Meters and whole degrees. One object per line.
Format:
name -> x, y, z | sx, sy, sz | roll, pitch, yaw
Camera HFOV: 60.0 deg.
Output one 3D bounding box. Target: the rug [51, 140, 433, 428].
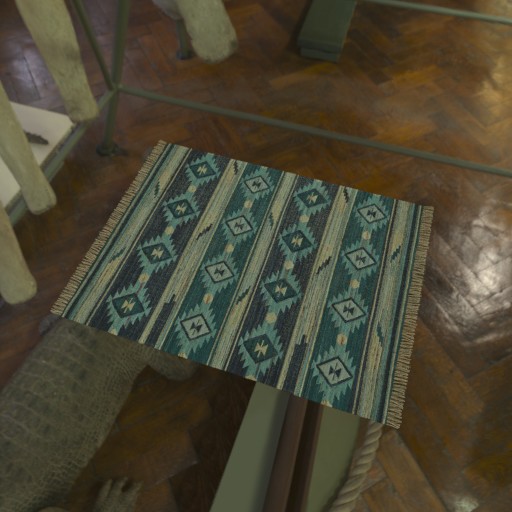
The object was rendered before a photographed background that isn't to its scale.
rug -> 0.000, 0.000, 4.489 | 3.307, 0.047, 2.418 | 16, 59, 10
